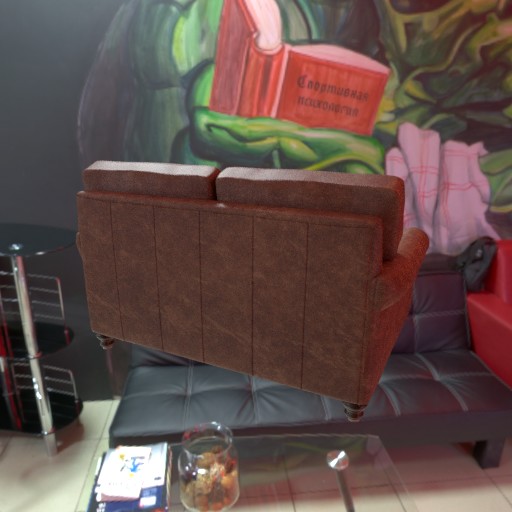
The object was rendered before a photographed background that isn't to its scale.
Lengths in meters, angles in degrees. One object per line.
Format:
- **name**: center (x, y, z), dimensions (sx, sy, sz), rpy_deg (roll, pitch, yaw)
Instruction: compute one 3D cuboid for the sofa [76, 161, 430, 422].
- **sofa**: center (0.000, 0.000, 2.289), dimensions (1.616, 0.967, 0.990), rpy_deg (8, 19, 25)
